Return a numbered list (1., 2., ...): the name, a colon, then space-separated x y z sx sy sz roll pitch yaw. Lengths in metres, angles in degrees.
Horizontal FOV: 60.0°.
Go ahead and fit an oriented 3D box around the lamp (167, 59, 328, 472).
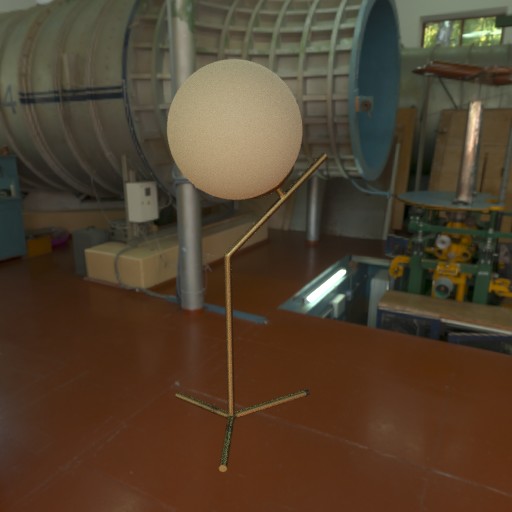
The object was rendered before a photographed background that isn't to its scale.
1. lamp: 0.000 0.000 0.681 0.251 0.552 0.210 -8 18 -26
